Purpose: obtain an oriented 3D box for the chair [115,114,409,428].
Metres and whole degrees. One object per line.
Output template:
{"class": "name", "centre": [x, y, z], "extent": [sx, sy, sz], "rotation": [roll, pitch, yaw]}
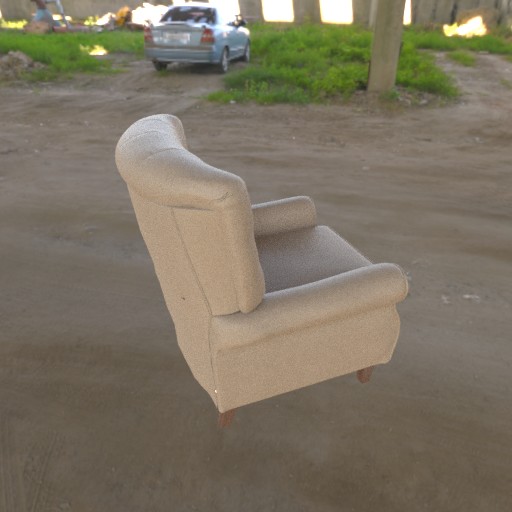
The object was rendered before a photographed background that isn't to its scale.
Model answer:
{"class": "chair", "centre": [0.000, 0.000, 1.942], "extent": [1.041, 1.138, 0.999], "rotation": [-11, 32, -18]}
